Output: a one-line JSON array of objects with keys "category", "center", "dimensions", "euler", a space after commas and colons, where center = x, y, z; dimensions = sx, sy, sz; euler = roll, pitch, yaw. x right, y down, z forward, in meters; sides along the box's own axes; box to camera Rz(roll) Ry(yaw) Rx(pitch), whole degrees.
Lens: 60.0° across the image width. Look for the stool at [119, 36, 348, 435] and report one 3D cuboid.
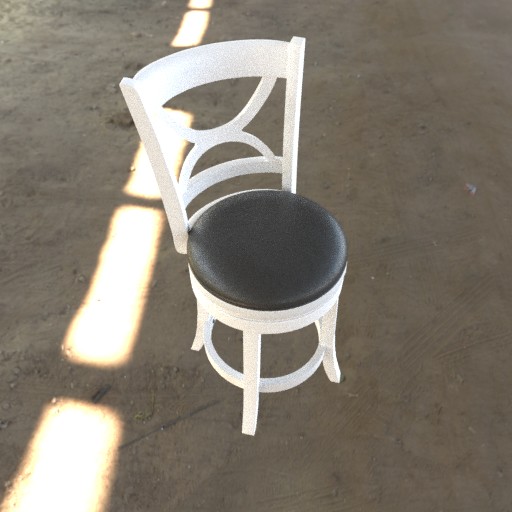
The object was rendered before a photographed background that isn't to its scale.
[{"category": "stool", "center": [0.000, 0.000, 1.197], "dimensions": [0.444, 0.953, 0.508], "euler": [-24, 51, -21]}]
